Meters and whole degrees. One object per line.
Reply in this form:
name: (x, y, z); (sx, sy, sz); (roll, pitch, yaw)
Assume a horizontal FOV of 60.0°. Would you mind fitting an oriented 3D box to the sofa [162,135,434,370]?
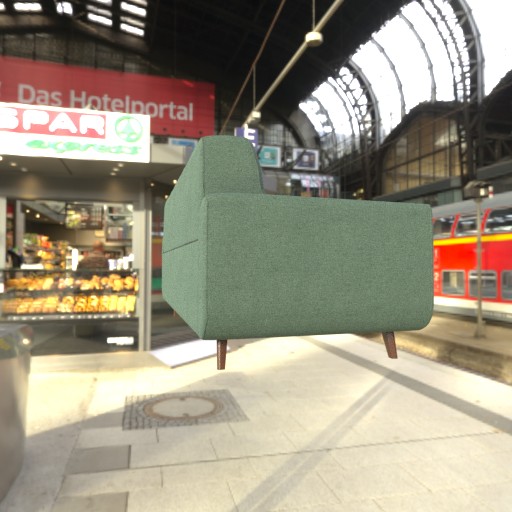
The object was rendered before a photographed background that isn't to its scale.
sofa: (0.000, 0.000, 2.491); (0.909, 0.841, 2.029); (0, -1, -16)
